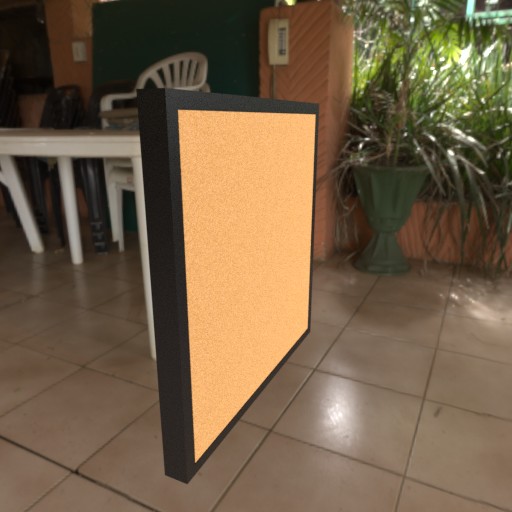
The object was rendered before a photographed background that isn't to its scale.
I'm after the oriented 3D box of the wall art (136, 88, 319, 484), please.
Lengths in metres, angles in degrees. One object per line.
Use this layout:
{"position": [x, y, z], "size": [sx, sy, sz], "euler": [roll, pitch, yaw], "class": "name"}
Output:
{"position": [0.000, 0.000, 0.755], "size": [0.038, 0.506, 0.506], "euler": [8, 19, 25], "class": "wall art"}
